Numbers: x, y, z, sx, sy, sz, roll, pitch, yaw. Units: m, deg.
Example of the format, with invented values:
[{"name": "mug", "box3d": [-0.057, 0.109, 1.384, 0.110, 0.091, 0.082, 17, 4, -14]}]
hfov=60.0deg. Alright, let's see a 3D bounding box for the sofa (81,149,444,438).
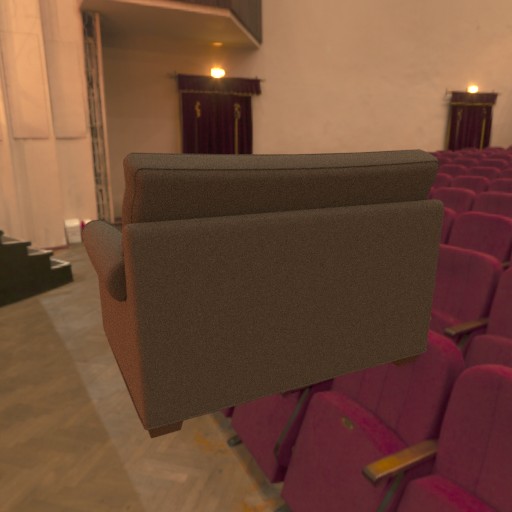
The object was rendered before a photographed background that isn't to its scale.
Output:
[{"name": "sofa", "box3d": [0.000, 0.000, 2.024, 1.410, 0.953, 0.940, -7, 16, -25]}]
